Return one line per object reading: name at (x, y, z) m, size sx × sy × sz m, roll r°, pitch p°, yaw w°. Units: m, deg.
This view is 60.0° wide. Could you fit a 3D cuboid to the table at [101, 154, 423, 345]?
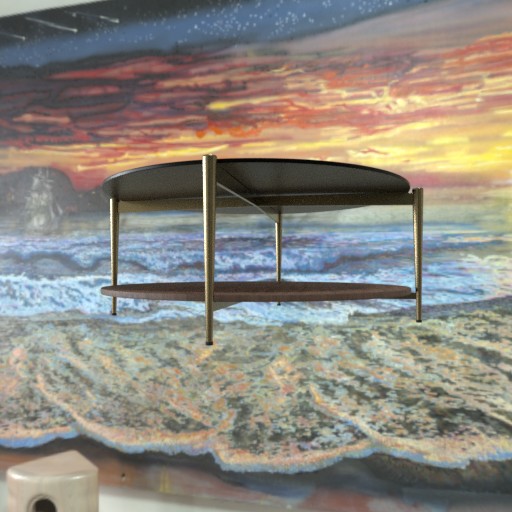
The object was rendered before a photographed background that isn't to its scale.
table at (0.000, 0.000, 1.421) m, size 0.938 × 0.400 × 0.938 m, roll 1°, pitch -2°, yaw -19°
